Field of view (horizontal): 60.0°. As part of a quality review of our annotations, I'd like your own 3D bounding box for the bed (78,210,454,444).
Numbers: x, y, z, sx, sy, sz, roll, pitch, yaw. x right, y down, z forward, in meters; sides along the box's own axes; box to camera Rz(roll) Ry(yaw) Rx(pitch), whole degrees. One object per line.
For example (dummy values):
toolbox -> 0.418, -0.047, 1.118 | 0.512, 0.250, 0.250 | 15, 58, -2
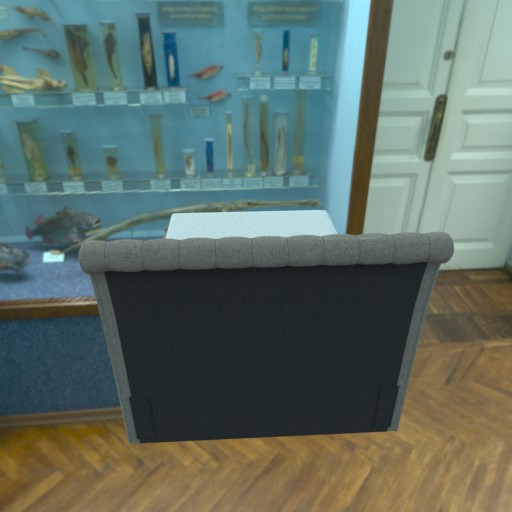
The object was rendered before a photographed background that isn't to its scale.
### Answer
bed -> 0.000, 0.000, 3.214 | 1.645, 1.371, 2.252 | -2, 29, -3
